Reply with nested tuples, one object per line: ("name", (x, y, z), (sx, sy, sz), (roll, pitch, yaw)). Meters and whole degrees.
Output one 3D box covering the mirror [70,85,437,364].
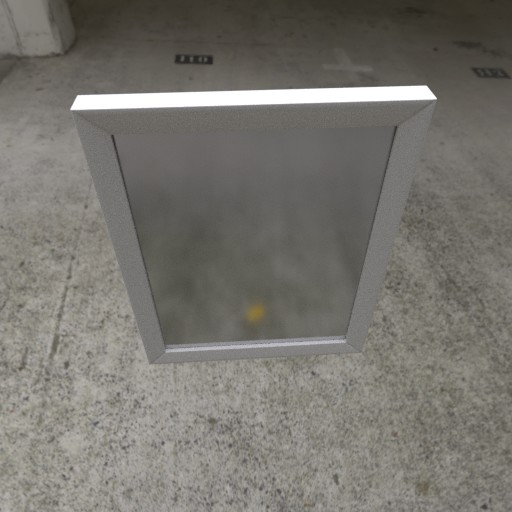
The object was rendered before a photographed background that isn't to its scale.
("mirror", (0.000, 0.000, 0.680), (0.405, 0.508, 0.041), (-3, 44, -3))
